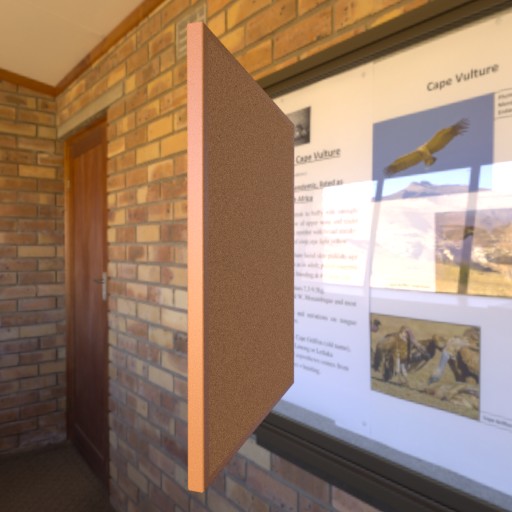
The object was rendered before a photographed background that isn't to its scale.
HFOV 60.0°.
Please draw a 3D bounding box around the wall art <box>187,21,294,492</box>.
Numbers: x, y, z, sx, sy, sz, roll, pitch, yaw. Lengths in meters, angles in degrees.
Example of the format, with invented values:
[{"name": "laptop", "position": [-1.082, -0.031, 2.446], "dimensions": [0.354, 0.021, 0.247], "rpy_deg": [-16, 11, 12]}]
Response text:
[{"name": "wall art", "position": [0.000, 0.000, 0.504], "dimensions": [0.015, 0.379, 0.310], "rpy_deg": [0, 1, 19]}]
